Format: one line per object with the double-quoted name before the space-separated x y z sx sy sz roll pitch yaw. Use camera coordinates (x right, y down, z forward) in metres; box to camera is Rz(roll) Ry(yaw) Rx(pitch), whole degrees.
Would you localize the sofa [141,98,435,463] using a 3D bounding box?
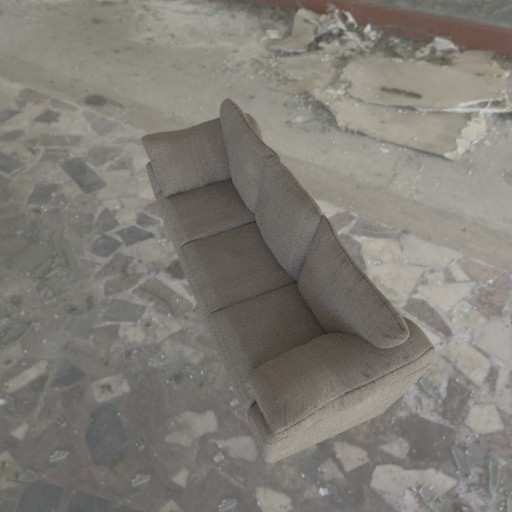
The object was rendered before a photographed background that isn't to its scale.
"sofa" 0.000 0.000 2.804 0.878 0.996 2.334 -18 50 -15
